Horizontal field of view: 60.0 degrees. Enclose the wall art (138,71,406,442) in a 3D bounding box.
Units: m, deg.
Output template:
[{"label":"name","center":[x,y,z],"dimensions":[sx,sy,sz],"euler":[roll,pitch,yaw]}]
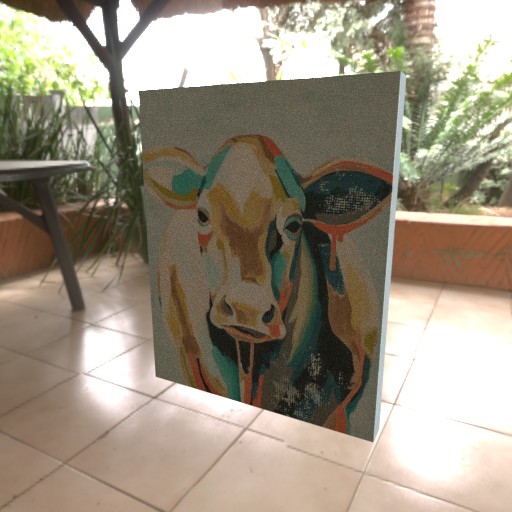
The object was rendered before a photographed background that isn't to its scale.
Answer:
[{"label":"wall art","center":[0.000,0.000,0.696],"dimensions":[0.409,0.509,0.037],"euler":[7,16,27]}]
